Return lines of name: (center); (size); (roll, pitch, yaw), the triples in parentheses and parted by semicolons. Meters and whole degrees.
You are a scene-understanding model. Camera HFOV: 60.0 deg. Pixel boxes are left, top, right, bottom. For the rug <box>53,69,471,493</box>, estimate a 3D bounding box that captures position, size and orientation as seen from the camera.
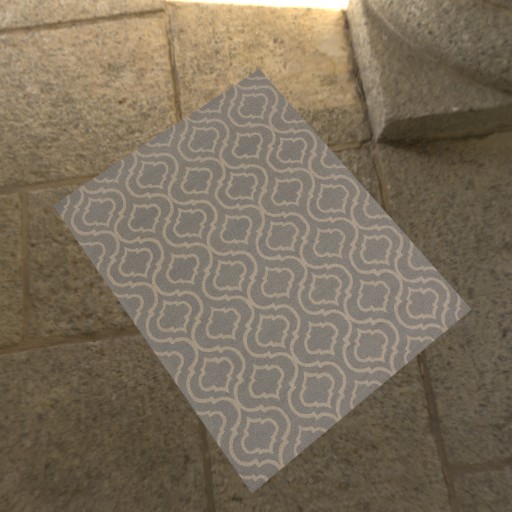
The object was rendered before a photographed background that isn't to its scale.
rug: (0.000, 0.000, 3.784); (2.283, 0.006, 2.892); (-36, 79, -9)
